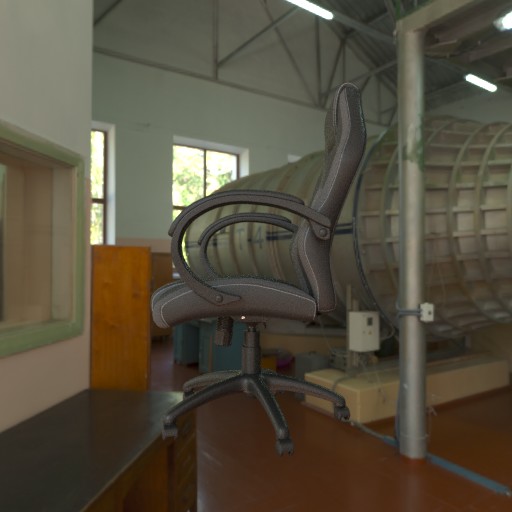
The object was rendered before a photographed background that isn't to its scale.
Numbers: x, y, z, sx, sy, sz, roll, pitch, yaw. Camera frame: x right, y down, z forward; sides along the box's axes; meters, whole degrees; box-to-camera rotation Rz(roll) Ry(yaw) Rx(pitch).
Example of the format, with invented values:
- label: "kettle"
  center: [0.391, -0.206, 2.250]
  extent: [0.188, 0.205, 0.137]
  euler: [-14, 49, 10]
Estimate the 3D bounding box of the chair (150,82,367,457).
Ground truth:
- label: "chair"
  center: [0.000, 0.000, 1.623]
  extent: [0.724, 1.187, 0.673]
  euler: [0, -1, 1]
